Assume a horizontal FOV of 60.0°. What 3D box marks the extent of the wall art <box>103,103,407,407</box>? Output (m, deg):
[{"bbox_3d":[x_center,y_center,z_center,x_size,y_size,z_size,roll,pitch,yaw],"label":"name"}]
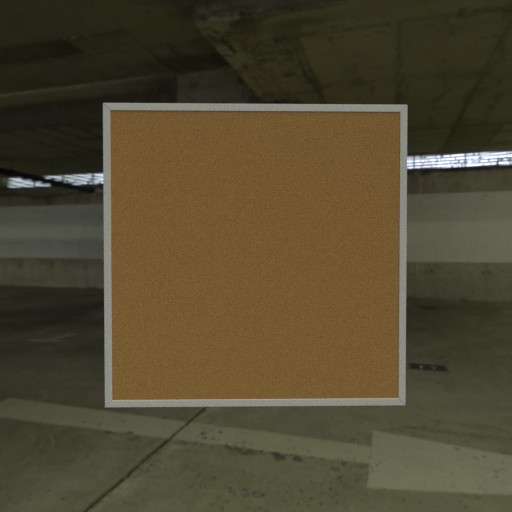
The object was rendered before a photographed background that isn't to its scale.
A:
[{"bbox_3d":[0.000,0.000,1.135,0.762,0.762,0.038,0,1,-1],"label":"wall art"}]
